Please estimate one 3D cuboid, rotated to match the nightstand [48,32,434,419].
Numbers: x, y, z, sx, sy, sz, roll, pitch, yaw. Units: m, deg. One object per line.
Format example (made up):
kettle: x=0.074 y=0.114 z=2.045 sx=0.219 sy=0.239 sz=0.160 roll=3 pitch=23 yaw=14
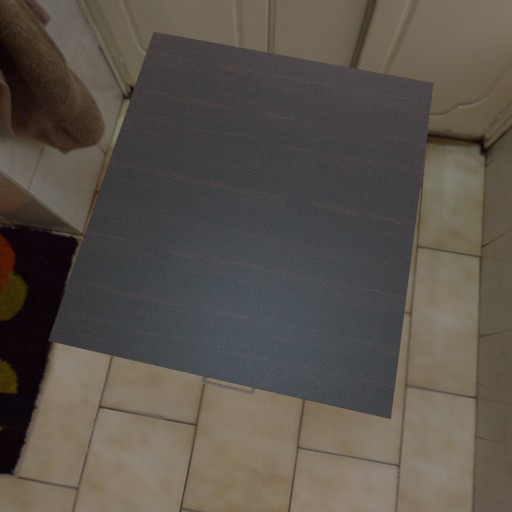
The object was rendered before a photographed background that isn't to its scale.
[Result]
nightstand: x=0.000 y=0.000 z=0.781 sx=0.400 sy=0.460 sz=0.461 roll=12 pitch=75 yaw=3
